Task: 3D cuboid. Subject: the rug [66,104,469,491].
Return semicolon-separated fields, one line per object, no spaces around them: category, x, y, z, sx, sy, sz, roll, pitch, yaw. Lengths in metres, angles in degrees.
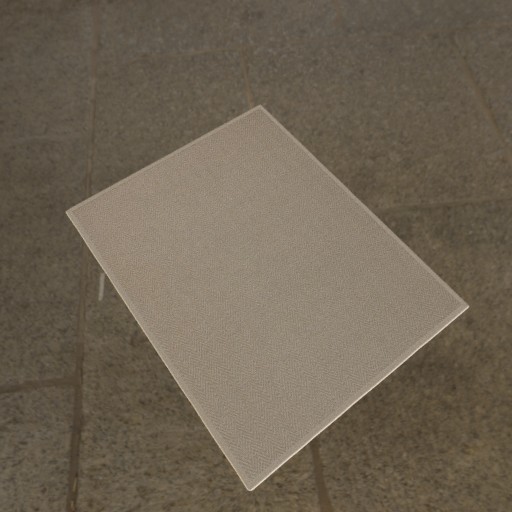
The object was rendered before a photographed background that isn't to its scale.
rug;0.000;0.000;4.123;2.407;0.020;3.051;-34;67;-16
